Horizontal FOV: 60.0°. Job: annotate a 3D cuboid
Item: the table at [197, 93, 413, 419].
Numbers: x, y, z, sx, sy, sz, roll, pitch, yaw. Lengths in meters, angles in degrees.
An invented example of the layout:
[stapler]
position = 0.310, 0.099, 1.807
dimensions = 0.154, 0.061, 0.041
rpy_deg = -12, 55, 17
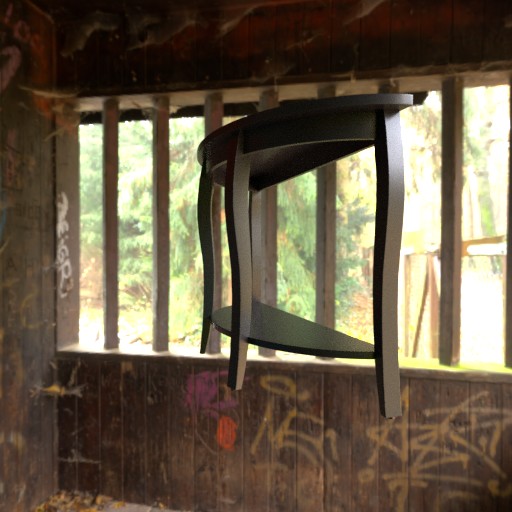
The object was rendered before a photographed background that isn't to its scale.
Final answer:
[table]
position = 0.000, 0.000, 1.576
dimensions = 0.394, 0.780, 1.219
rpy_deg = 0, 1, -17
